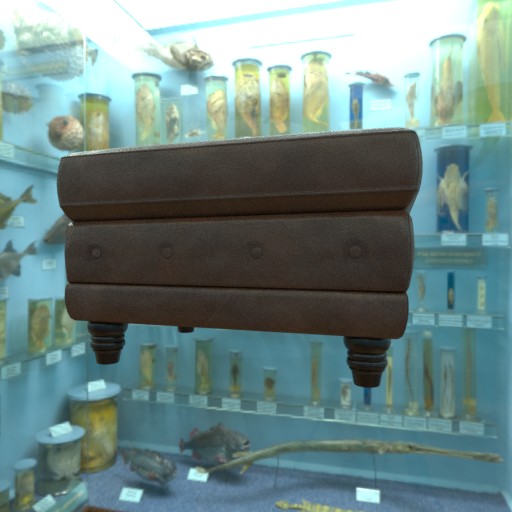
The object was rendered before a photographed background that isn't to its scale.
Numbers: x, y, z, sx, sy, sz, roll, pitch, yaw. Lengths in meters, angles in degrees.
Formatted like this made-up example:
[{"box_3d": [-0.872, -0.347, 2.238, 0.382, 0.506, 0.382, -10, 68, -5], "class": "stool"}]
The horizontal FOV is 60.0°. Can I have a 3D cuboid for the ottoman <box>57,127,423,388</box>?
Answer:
[{"box_3d": [0.000, 0.000, 1.176, 0.795, 0.509, 0.588, 0, 1, 17], "class": "ottoman"}]
